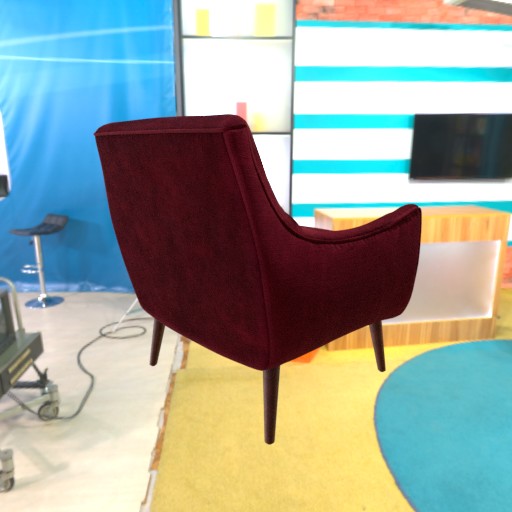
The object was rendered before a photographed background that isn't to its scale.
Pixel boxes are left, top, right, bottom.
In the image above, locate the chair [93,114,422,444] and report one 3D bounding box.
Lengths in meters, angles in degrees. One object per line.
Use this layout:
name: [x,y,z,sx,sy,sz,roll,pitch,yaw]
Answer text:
chair: [0.000,0.000,1.443,0.787,0.838,0.762,-13,19,-42]
